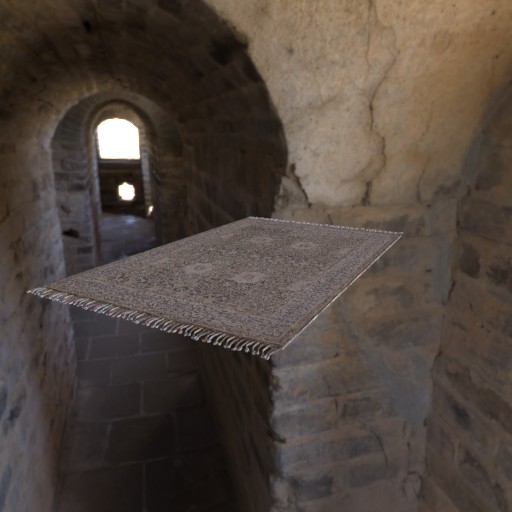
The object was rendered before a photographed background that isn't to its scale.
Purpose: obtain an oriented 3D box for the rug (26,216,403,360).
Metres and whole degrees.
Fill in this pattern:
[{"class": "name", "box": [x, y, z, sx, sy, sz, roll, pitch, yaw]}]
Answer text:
[{"class": "rug", "box": [0.000, 0.000, 2.527, 1.237, 0.010, 2.029, 9, 18, 28]}]
